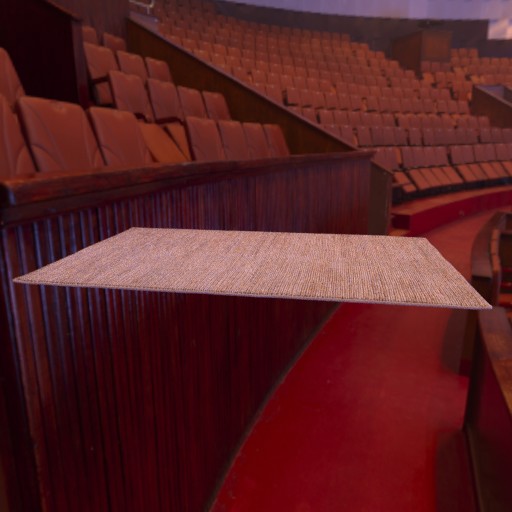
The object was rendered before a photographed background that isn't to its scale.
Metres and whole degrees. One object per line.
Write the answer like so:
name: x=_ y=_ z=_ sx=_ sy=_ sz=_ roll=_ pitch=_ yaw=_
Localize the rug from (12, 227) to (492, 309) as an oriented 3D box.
rug: x=0.000 y=0.000 z=2.935 sx=2.438 sy=0.034 sz=1.521 roll=2 pitch=15 yaw=9
